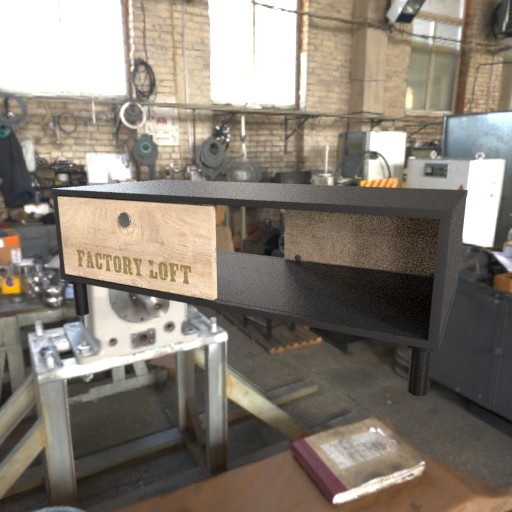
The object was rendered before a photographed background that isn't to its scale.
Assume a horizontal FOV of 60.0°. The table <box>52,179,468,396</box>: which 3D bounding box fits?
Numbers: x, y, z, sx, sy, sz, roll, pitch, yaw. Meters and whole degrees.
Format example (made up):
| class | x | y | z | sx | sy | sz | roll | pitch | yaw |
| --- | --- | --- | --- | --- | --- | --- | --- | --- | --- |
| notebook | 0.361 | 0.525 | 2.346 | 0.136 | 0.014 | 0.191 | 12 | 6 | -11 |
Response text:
| class | x | y | z | sx | sy | sz | roll | pitch | yaw |
| --- | --- | --- | --- | --- | --- | --- | --- | --- | --- |
| table | 0.000 | 0.000 | 1.343 | 1.100 | 0.400 | 0.550 | 7 | 15 | 27 |
